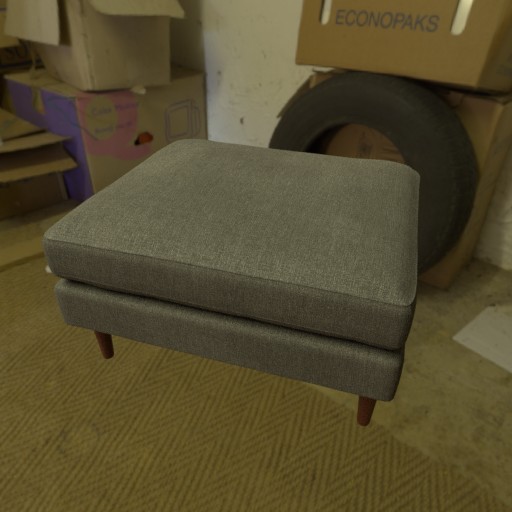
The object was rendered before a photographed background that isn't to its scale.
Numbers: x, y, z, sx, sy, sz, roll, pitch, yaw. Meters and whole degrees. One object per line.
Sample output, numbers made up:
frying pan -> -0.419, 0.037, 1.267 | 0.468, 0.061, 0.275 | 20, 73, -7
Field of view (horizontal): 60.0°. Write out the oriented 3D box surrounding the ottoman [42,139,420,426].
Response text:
ottoman -> 0.000, 0.000, 1.249 | 0.821, 0.474, 0.693 | 10, 34, 15
